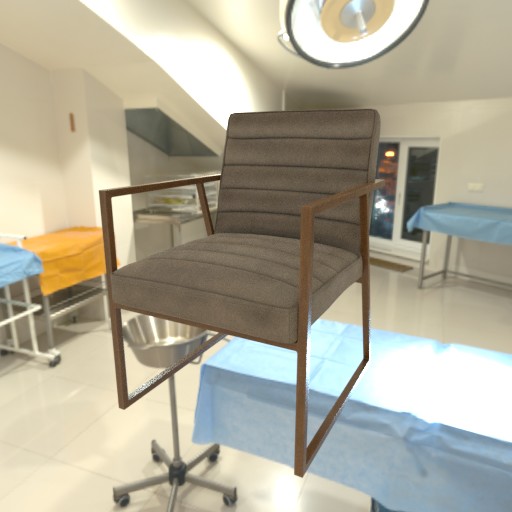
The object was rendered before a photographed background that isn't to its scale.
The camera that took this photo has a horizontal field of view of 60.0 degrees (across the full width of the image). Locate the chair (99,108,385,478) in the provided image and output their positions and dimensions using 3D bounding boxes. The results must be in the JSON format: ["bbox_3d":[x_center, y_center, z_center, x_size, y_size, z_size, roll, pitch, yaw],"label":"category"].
[{"bbox_3d":[0.000,0.000,1.306,0.578,0.843,0.682,8,17,28],"label":"chair"}]
